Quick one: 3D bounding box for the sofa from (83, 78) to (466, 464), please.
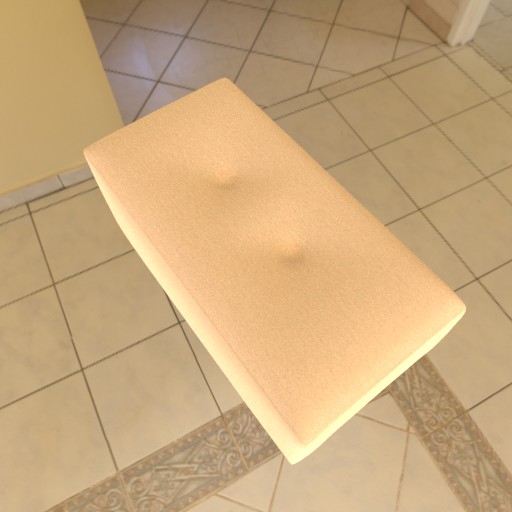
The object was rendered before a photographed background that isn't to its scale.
[{"bbox_3d":[0.000,0.000,1.207,0.480,0.470,0.930,-34,67,-17],"label":"sofa"}]
